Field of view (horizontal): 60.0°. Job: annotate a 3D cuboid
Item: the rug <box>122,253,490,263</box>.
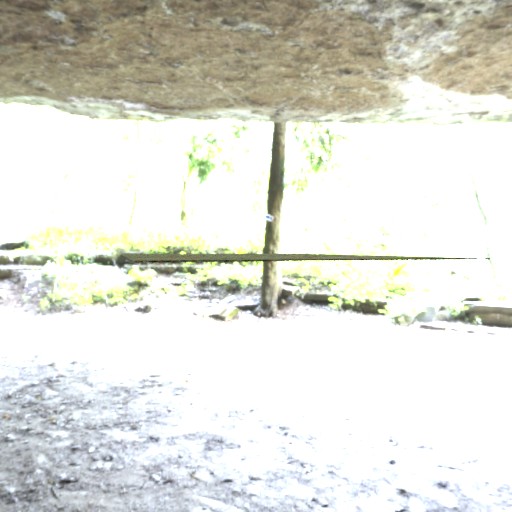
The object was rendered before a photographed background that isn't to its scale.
[{"bbox_3d":[0.000,0.000,4.321,2.439,0.015,3.274,0,1,-18],"label":"rug"}]
